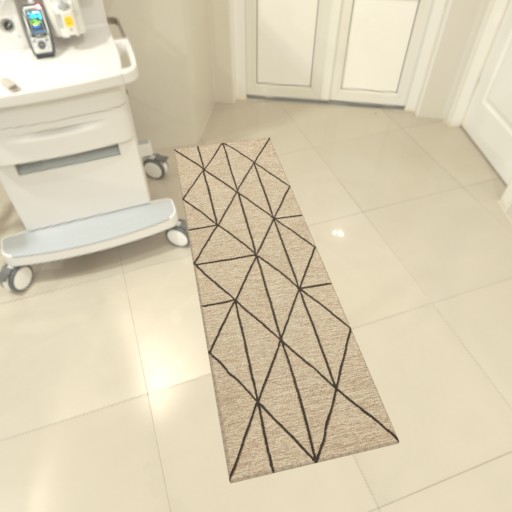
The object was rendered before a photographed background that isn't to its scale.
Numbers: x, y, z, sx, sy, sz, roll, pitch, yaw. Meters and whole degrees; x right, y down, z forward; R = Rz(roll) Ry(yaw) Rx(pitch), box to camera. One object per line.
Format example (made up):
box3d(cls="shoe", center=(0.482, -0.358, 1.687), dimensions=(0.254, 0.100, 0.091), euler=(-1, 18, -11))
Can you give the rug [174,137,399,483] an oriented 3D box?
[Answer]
box3d(cls="rug", center=(0.000, 0.000, 2.695), dimensions=(0.762, 0.012, 2.438), euler=(-9, 49, -8))
